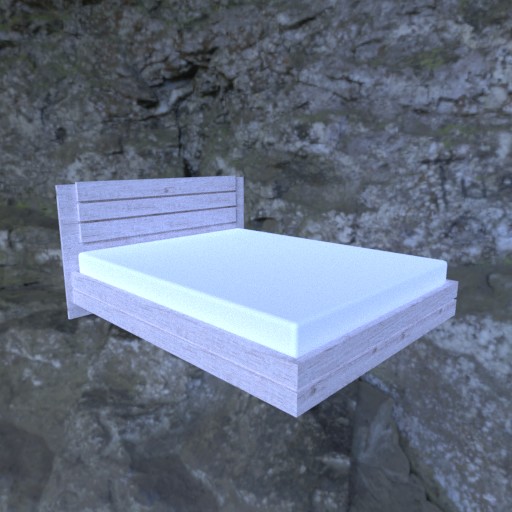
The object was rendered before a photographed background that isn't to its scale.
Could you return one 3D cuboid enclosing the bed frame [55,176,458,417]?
[{"bbox_3d":[0.000,0.000,3.001,2.080,0.970,1.750,12,17,43],"label":"bed frame"}]
